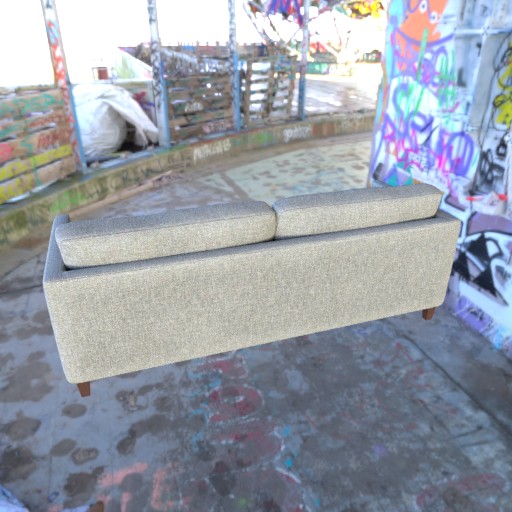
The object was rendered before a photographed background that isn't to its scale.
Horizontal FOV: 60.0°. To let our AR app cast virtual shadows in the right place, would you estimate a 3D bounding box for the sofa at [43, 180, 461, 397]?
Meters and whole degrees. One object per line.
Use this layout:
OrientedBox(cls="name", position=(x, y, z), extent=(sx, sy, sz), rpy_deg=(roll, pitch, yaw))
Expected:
OrientedBox(cls="sofa", position=(0.000, 0.000, 2.912), extent=(2.434, 0.951, 0.948), rpy_deg=(-9, 28, -17))
